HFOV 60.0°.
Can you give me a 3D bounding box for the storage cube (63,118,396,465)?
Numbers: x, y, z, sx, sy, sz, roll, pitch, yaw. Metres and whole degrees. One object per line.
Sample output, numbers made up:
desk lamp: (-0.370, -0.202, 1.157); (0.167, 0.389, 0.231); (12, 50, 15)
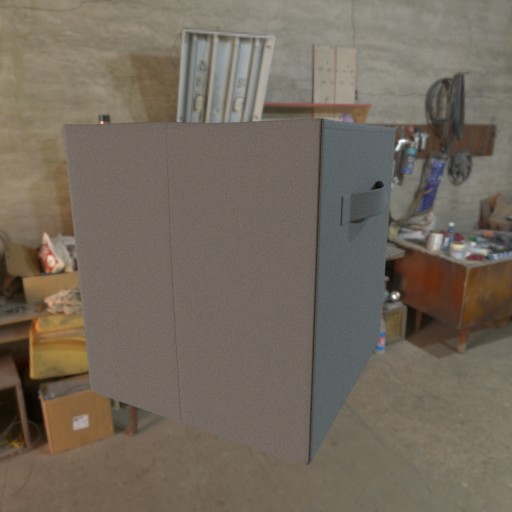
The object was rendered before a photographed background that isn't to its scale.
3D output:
storage cube: (0.000, 0.000, 0.497); (0.270, 0.280, 0.270); (7, 16, 26)
